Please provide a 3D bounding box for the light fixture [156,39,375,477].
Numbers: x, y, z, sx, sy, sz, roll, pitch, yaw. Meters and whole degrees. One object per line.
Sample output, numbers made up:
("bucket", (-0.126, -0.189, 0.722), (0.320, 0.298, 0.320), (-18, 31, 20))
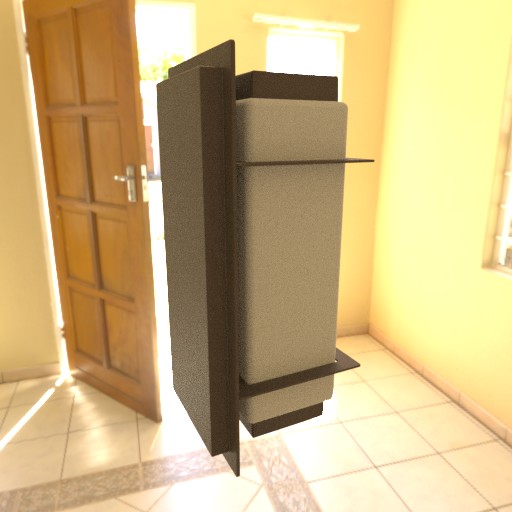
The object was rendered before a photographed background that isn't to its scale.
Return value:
("light fixture", (0.000, 0.000, 0.427), (0.146, 0.347, 0.153), (-7, 17, -25))
